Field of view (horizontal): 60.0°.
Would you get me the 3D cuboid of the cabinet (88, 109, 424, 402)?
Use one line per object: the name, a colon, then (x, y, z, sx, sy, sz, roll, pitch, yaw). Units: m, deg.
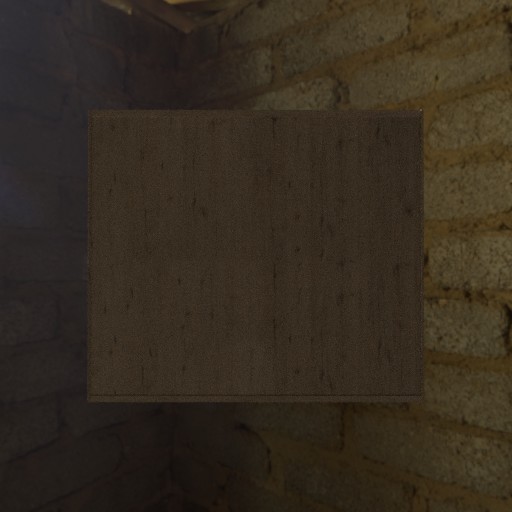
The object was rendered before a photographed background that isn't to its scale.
cabinet: (0.000, 0.000, 3.628, 2.500, 2.180, 0.660, 0, 0, 0)
